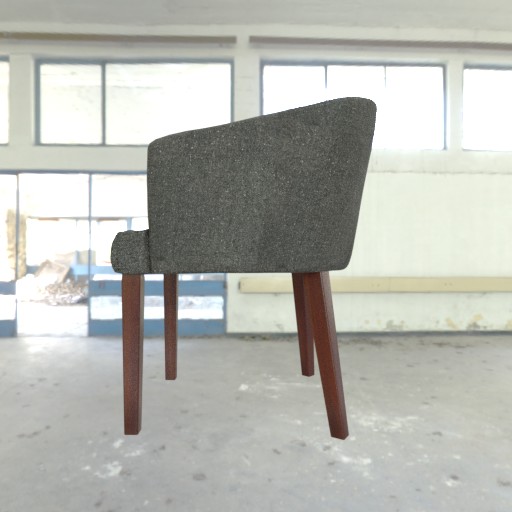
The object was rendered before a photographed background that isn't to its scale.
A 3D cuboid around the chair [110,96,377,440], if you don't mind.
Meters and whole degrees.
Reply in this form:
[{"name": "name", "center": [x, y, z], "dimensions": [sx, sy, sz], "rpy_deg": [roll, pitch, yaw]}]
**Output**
[{"name": "chair", "center": [0.000, 0.000, 1.243], "dimensions": [0.655, 0.811, 0.583], "rpy_deg": [0, 0, 0]}]
